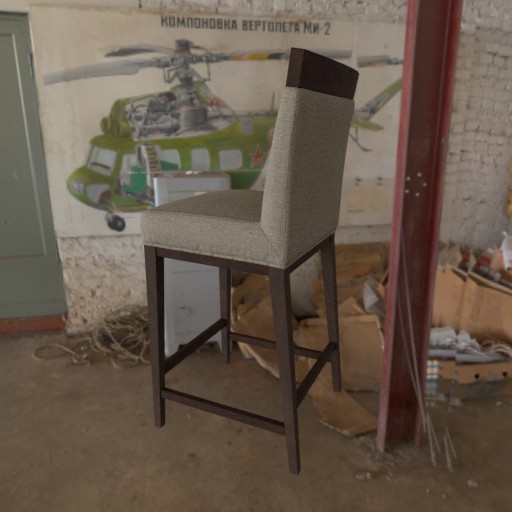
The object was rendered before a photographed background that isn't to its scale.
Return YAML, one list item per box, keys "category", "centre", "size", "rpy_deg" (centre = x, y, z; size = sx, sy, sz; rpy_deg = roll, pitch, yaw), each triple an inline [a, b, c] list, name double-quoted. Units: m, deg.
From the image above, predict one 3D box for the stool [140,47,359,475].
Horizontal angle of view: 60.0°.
- category: "stool"
  centre: [0.000, 0.000, 1.409]
  size: [0.531, 1.117, 0.511]
  rpy_deg: [8, 18, 24]
